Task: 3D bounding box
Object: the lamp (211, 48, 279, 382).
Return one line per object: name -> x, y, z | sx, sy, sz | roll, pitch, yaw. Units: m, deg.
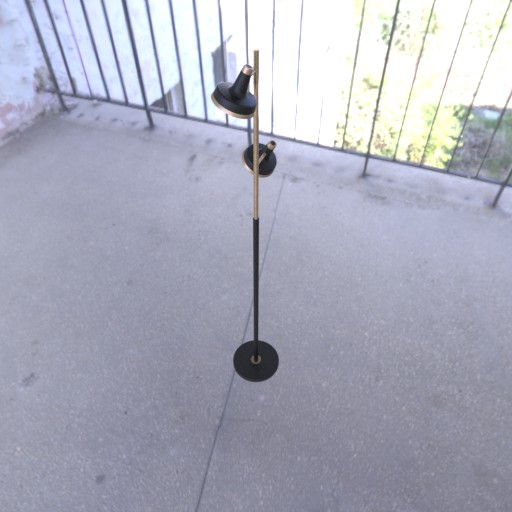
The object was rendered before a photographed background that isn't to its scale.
lamp -> 0.000, 0.000, 1.854 | 0.253, 1.674, 0.351 | 17, 48, 16
